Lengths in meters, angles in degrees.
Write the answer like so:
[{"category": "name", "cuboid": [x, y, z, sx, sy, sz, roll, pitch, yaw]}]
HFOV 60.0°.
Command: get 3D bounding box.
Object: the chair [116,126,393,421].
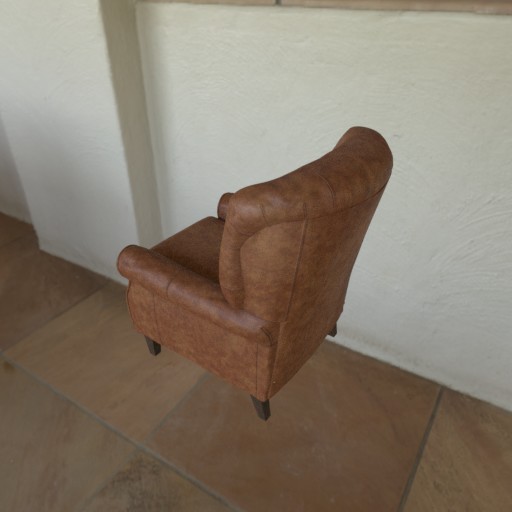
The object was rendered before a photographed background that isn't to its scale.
[{"category": "chair", "cuboid": [0.000, 0.000, 2.048, 1.059, 1.164, 0.951, 21, 38, 29]}]
